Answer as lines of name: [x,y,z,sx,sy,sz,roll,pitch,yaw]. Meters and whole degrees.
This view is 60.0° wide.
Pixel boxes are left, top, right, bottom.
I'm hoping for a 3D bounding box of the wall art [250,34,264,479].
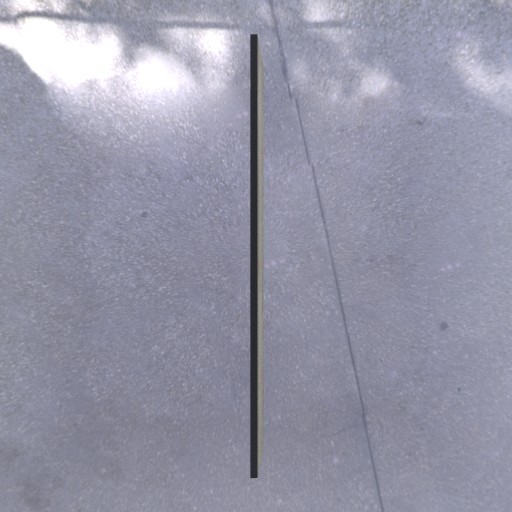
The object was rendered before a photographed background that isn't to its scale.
wall art: [0.000,0.000,0.886,0.018,0.660,0.559,0,90,0]
